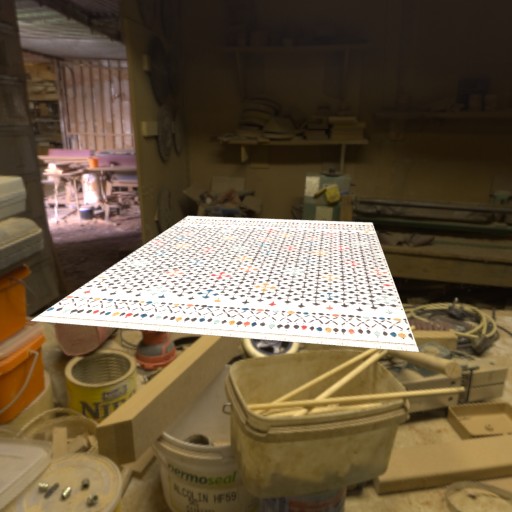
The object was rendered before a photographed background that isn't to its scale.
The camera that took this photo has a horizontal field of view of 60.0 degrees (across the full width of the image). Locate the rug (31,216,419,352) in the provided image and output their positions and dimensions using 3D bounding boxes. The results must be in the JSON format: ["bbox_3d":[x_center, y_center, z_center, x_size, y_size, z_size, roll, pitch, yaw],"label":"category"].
[{"bbox_3d":[0.000,0.000,4.122,2.354,0.007,3.196,3,17,9],"label":"rug"}]
